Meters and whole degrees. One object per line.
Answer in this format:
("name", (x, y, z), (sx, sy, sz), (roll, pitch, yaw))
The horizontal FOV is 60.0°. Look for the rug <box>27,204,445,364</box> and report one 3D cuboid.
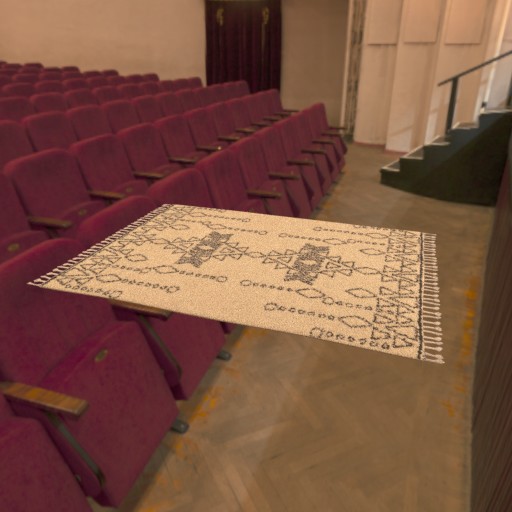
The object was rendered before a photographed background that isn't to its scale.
("rug", (0.000, 0.000, 3.892), (3.027, 0.028, 2.125), (8, 26, 17))
